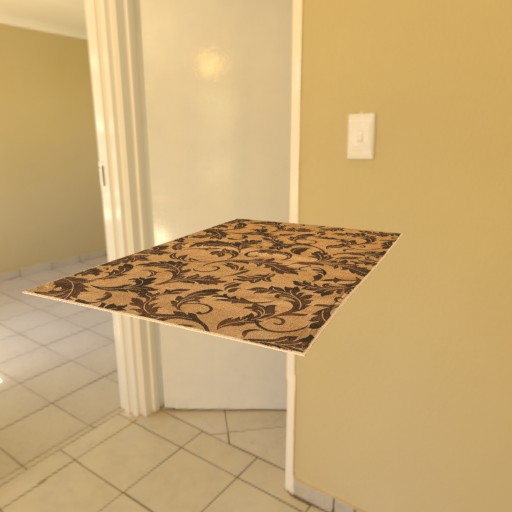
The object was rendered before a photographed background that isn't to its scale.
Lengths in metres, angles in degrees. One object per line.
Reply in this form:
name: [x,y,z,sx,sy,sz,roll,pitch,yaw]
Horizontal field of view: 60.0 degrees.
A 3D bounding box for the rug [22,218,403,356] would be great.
rug: [0.000,0.000,2.900,1.522,0.008,2.284,7,17,25]
